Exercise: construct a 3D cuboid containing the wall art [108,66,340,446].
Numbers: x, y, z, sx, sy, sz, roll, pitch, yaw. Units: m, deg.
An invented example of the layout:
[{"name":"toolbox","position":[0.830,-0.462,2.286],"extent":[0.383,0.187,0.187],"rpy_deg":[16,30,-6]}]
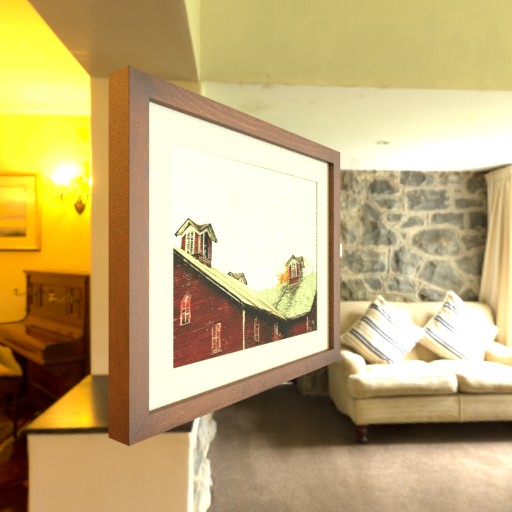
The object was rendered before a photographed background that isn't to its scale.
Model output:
[{"name":"wall art","position":[0.000,0.000,0.551],"extent":[0.030,0.328,0.401],"rpy_deg":[0,0,37]}]
